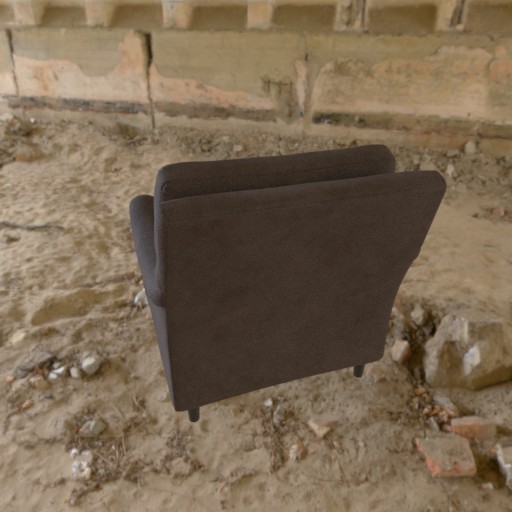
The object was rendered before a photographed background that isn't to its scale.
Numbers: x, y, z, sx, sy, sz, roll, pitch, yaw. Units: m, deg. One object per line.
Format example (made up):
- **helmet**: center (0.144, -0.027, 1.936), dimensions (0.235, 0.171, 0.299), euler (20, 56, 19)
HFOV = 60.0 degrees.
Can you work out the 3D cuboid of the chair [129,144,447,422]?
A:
- **chair**: center (0.000, 0.000, 1.851), dimensions (0.955, 0.997, 1.070), euler (-9, 29, -17)
